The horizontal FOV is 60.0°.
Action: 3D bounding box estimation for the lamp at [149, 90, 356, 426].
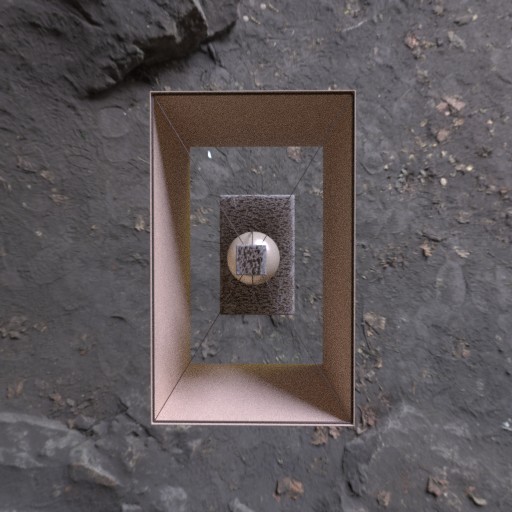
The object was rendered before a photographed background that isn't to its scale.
[{"bbox_3d":[0.000,0.000,0.566,0.180,0.411,0.294,0,91,1],"label":"lamp"}]
